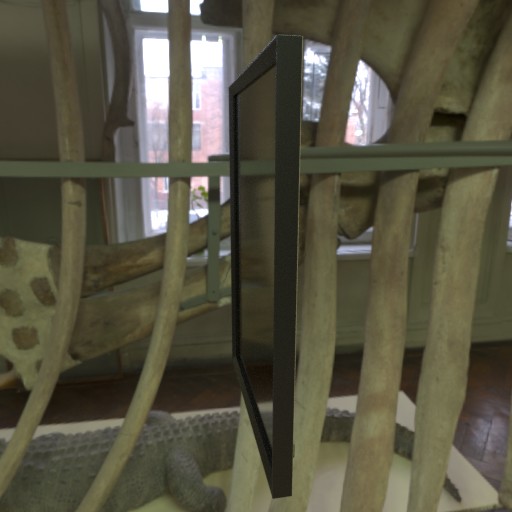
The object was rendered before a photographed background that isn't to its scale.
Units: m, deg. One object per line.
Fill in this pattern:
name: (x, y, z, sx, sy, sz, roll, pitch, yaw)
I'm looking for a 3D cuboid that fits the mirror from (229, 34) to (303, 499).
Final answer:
mirror: (0.000, 0.000, 0.900, 0.039, 0.710, 0.507, -3, 14, -10)
